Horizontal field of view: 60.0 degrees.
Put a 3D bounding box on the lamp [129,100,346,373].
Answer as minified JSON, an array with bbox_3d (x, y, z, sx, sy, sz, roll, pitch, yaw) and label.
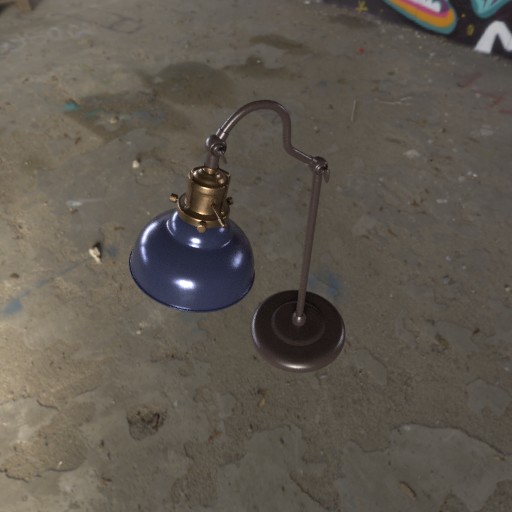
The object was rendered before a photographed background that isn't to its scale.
[{"bbox_3d":[0.000,0.000,0.687,0.374,0.508,0.192,-17,49,-16],"label":"lamp"}]
